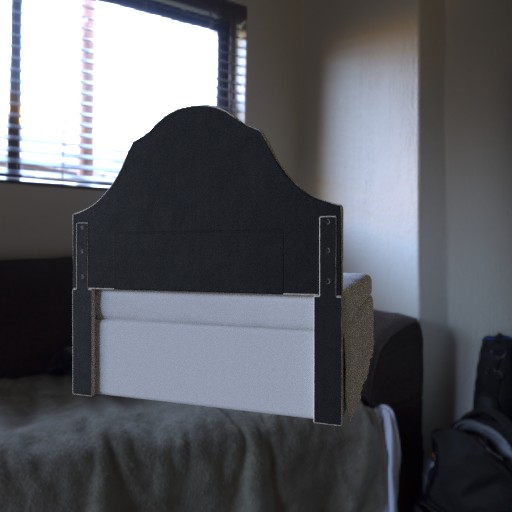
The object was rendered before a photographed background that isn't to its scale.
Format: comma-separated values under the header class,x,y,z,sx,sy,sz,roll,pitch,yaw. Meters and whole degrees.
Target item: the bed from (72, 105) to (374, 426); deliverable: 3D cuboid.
class,x,y,z,sx,sy,sz,roll,pitch,yaw
bed,0.000,0.000,3.284,1.627,1.575,2.092,0,0,18
